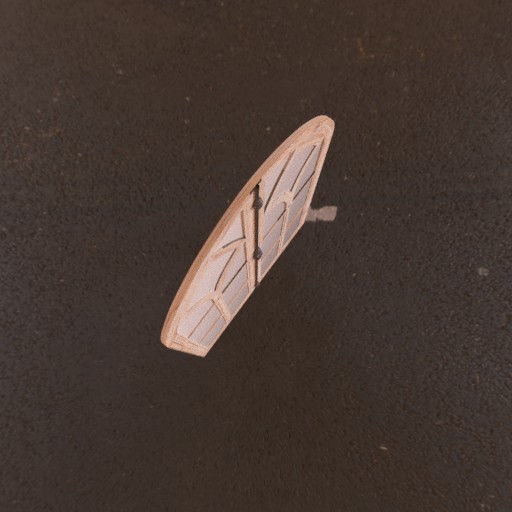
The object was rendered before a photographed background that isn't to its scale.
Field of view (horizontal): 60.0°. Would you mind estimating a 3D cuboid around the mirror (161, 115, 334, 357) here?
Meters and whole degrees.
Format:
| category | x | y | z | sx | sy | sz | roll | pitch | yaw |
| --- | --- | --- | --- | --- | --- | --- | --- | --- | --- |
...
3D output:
| category | x | y | z | sx | sy | sz | roll | pitch | yaw |
| --- | --- | --- | --- | --- | --- | --- | --- | --- | --- |
| mirror | 0.000 | 0.000 | 1.160 | 0.032 | 0.915 | 0.609 | 35 | 78 | 9 |
